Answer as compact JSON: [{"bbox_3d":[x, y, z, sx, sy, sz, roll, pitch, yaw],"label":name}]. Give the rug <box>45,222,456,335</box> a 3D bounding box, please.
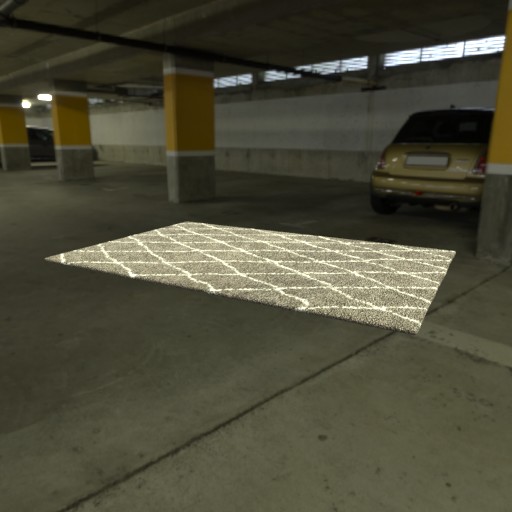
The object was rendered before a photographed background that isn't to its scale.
[{"bbox_3d":[0.000,0.000,3.506,2.743,0.030,1.778,8,17,28],"label":"rug"}]
